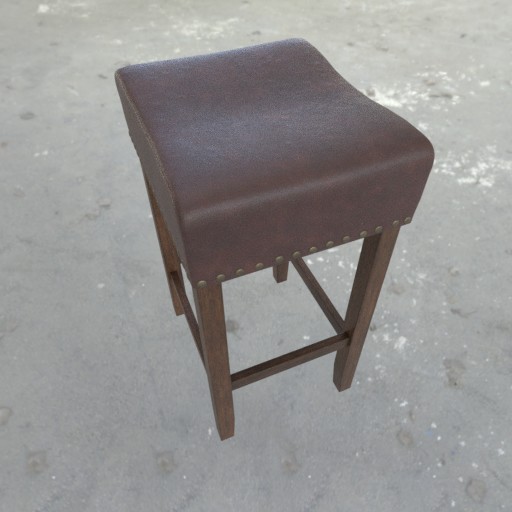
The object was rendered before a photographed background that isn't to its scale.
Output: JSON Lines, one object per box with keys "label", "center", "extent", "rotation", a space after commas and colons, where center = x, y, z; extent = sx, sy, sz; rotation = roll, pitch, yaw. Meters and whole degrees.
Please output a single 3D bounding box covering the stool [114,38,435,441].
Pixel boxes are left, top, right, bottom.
{"label": "stool", "center": [0.000, 0.000, 1.014], "extent": [0.401, 0.769, 0.465], "rotation": [-17, 49, -15]}
